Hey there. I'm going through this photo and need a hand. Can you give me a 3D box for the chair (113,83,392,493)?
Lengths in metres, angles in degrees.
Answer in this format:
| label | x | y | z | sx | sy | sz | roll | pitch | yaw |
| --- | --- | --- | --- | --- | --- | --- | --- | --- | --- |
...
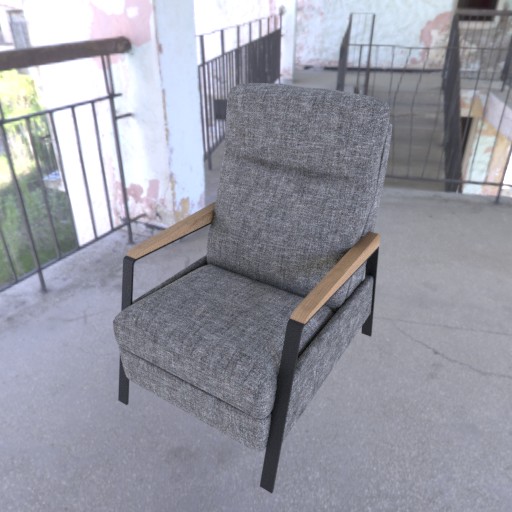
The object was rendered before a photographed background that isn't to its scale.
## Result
| label | x | y | z | sx | sy | sz | roll | pitch | yaw |
| --- | --- | --- | --- | --- | --- | --- | --- | --- | --- |
| chair | 0.000 | 0.000 | 1.559 | 0.671 | 1.042 | 0.868 | 18 | 35 | 28 |
